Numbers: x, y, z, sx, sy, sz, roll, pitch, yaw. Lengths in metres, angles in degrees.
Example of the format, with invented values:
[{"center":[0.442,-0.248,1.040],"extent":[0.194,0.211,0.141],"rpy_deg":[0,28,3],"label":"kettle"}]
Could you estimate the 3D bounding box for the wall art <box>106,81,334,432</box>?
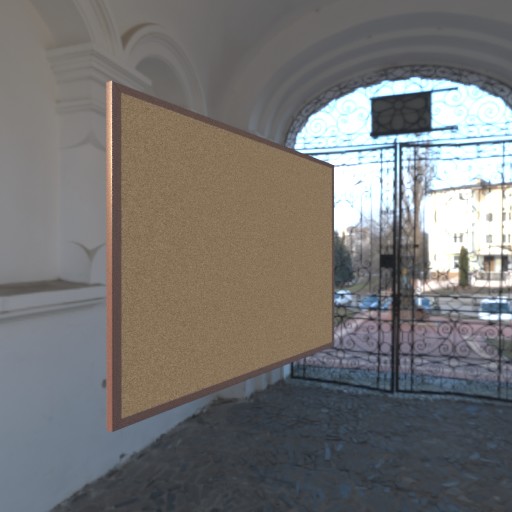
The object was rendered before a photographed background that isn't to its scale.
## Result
[{"center":[0.000,0.000,0.846],"extent":[0.014,0.455,0.660],"rpy_deg":[0,0,35],"label":"wall art"}]
